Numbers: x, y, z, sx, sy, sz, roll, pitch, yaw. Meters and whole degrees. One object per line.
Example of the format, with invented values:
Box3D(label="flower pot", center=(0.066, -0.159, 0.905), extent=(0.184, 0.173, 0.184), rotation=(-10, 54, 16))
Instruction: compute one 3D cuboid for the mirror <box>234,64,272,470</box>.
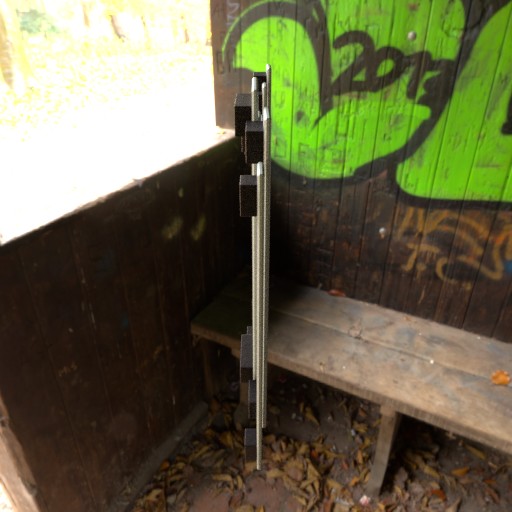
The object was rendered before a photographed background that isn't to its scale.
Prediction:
Box3D(label="mirror", center=(0.000, 0.000, 0.807), extent=(0.058, 0.611, 0.445), rotation=(0, 30, 0))
